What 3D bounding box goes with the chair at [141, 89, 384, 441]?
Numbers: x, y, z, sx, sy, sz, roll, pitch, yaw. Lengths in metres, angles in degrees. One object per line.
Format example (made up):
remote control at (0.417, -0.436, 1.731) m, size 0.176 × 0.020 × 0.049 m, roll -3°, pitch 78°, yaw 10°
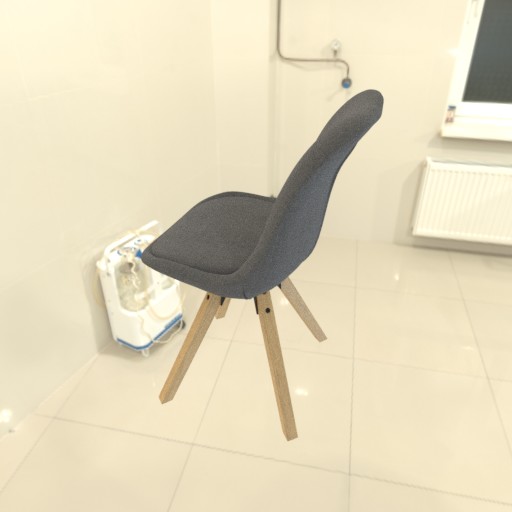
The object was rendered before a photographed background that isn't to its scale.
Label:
chair at (0.000, 0.000, 1.202) m, size 0.550 × 0.850 × 0.485 m, roll 10°, pitch 33°, yaw 16°
